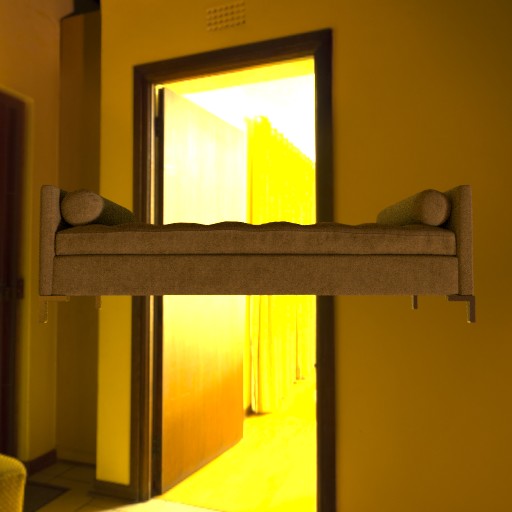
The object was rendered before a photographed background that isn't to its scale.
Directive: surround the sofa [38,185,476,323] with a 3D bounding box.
[{"bbox_3d":[0.000,0.000,2.489,2.102,0.657,0.797,0,-2,0],"label":"sofa"}]
